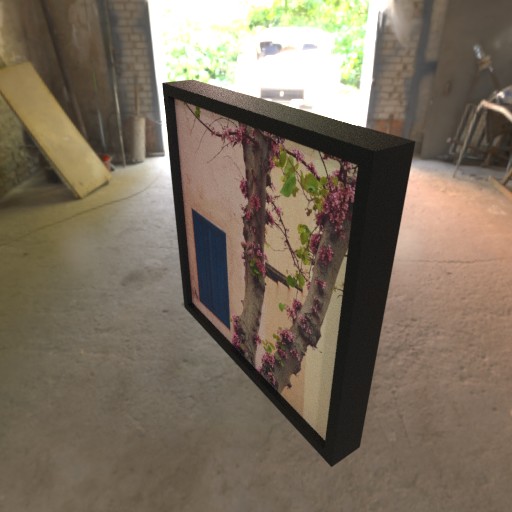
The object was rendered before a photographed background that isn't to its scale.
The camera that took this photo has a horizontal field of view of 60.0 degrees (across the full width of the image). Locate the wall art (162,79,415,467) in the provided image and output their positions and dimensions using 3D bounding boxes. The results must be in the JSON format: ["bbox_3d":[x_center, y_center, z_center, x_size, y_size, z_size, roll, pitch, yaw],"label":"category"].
[{"bbox_3d":[0.000,0.000,0.460,0.038,0.304,0.305,-19,35,-30],"label":"wall art"}]
